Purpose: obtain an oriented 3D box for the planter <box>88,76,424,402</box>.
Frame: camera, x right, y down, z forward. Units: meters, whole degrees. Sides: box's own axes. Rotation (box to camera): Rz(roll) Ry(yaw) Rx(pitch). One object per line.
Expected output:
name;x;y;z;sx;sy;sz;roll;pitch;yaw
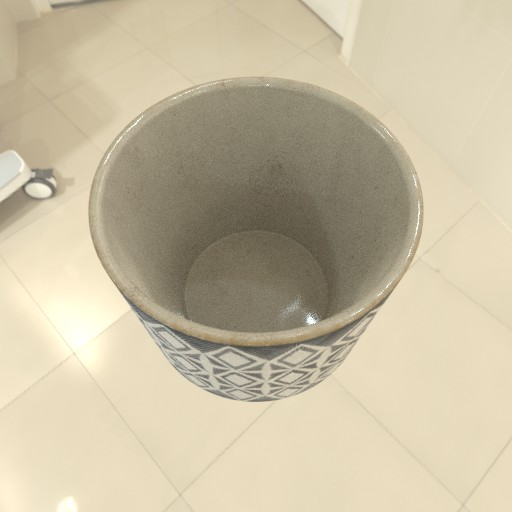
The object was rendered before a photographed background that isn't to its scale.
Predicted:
planter;0.000;0.000;0.329;0.192;0.165;0.192;0;60;0
